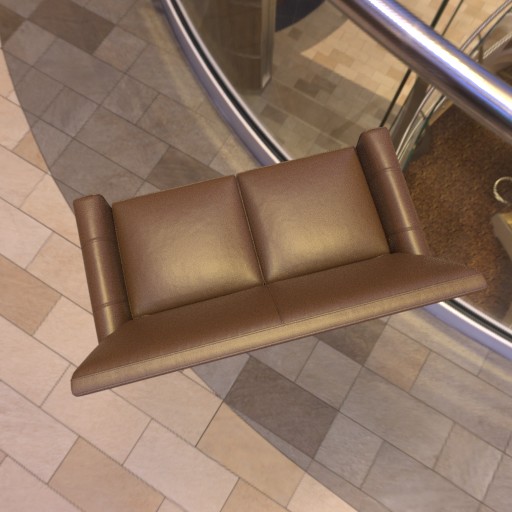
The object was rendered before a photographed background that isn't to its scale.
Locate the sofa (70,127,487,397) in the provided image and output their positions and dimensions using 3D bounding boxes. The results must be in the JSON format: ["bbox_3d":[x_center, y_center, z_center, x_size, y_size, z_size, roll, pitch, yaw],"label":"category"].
[{"bbox_3d":[0.000,0.000,2.020,1.468,0.859,0.853,-14,76,-4],"label":"sofa"}]
